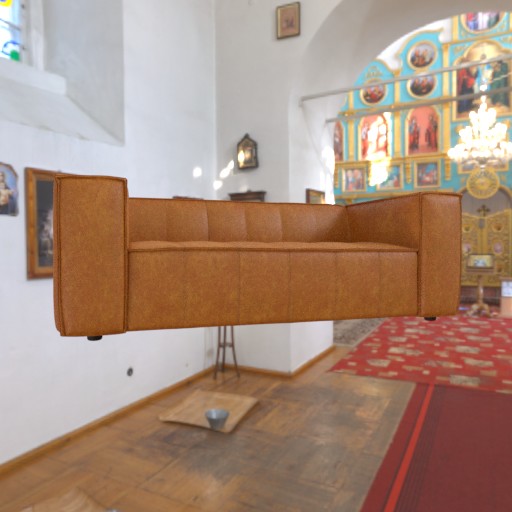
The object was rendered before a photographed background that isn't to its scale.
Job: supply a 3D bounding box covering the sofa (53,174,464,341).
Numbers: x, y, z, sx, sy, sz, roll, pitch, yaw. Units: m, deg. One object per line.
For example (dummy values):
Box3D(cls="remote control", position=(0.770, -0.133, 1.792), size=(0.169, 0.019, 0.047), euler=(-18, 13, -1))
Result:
Box3D(cls="sofa", position=(0.000, 0.000, 2.585), size=(2.088, 0.703, 1.102), euler=(0, 1, -18))
